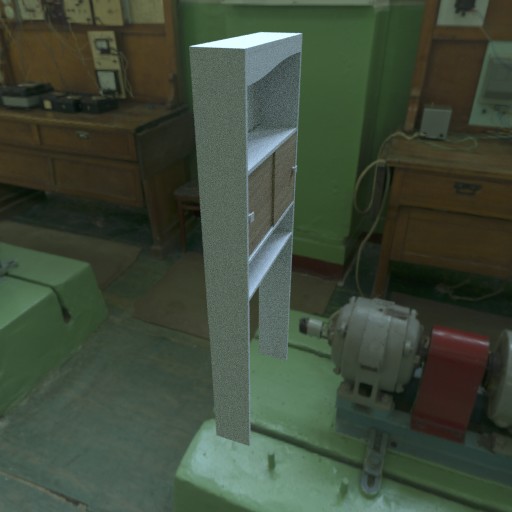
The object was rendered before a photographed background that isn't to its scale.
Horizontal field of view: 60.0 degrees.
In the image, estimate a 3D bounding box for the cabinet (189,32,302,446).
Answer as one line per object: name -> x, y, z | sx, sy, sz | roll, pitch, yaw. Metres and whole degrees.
cabinet -> 0.000, 0.000, 2.007 | 0.192, 1.770, 0.643 | 10, 32, 17
